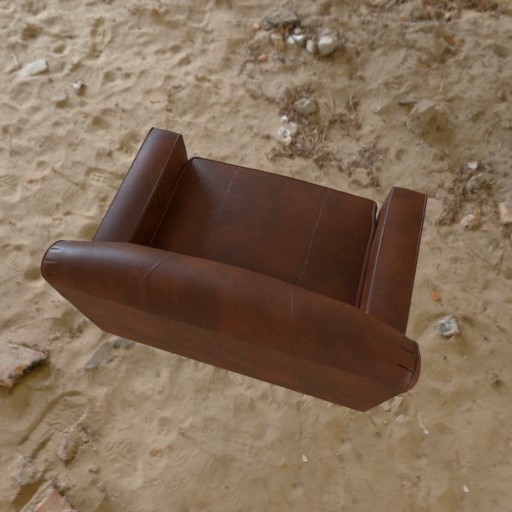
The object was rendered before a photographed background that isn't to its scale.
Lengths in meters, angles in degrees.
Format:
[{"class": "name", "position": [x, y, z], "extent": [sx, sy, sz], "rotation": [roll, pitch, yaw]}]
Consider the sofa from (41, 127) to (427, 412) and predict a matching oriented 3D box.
[{"class": "sofa", "position": [0.000, 0.000, 2.074], "extent": [1.413, 0.956, 1.000], "rotation": [15, 66, 7]}]
